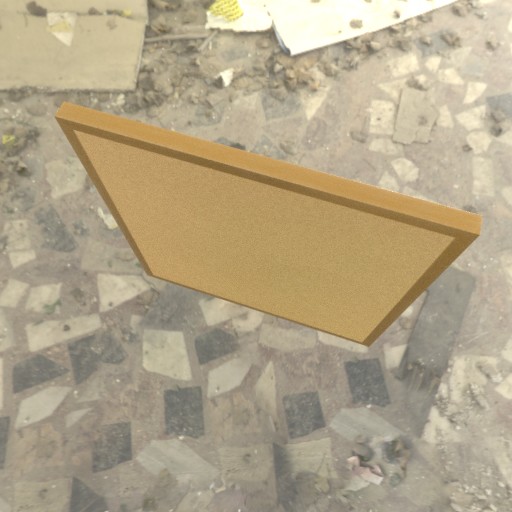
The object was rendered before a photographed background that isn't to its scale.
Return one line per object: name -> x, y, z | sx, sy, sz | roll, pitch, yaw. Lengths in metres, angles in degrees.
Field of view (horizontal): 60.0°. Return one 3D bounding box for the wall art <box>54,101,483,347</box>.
wall art -> 0.000, 0.000, 1.105 | 0.762, 0.760, 0.037 | 17, 66, 8
